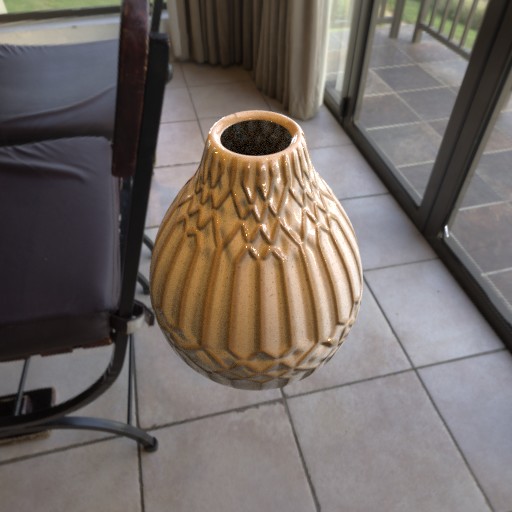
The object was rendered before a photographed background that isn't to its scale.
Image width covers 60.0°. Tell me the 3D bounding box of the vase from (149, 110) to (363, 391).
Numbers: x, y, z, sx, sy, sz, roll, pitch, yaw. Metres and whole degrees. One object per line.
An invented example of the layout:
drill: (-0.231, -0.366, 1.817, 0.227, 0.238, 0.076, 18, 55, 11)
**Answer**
vase: (0.000, 0.000, 0.320, 0.159, 0.200, 0.159, 0, 46, 0)
